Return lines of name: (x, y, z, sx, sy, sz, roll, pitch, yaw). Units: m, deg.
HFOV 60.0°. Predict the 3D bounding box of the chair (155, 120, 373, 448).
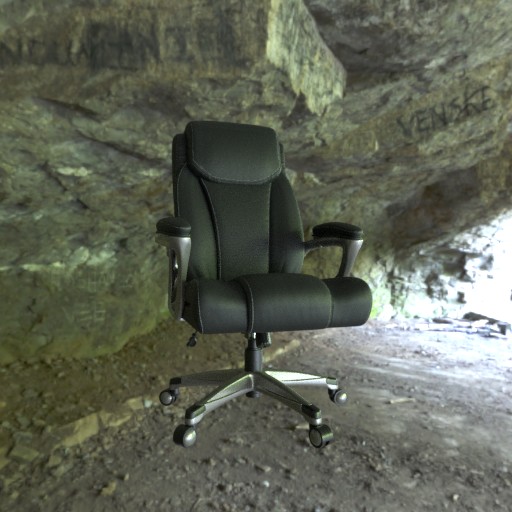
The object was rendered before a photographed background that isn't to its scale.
chair: (0.000, 0.000, 1.655, 0.741, 1.167, 0.784, 0, -1, -18)
